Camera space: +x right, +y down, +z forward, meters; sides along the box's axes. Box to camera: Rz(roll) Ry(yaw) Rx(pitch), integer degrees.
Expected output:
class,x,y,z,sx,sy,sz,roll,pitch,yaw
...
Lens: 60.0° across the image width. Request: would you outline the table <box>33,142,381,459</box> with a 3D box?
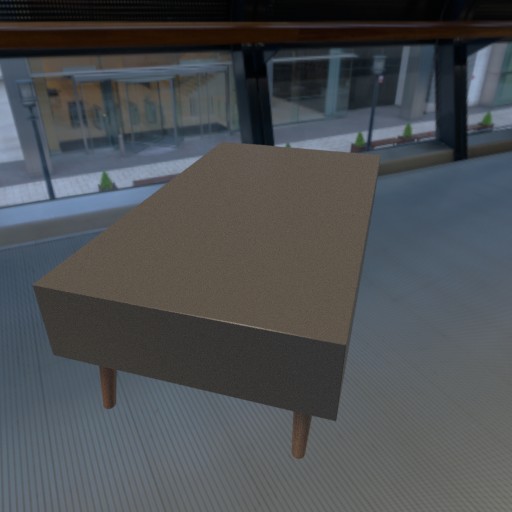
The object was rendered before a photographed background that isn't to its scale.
class,x,y,z,sx,sy,sz,roll,pitch,yaw
table,0.000,0.000,1.496,0.703,0.404,1.201,8,31,14
